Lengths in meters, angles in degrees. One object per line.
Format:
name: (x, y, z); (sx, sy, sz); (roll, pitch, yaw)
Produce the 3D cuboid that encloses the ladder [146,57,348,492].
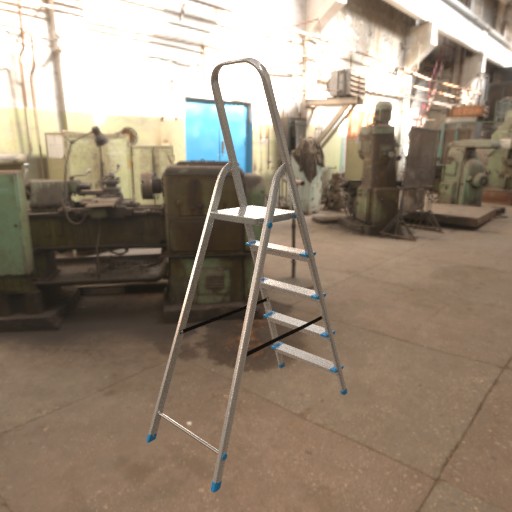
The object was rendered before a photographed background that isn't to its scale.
ladder: (0.000, 0.000, 2.036); (0.468, 1.648, 0.990); (13, 19, 41)
